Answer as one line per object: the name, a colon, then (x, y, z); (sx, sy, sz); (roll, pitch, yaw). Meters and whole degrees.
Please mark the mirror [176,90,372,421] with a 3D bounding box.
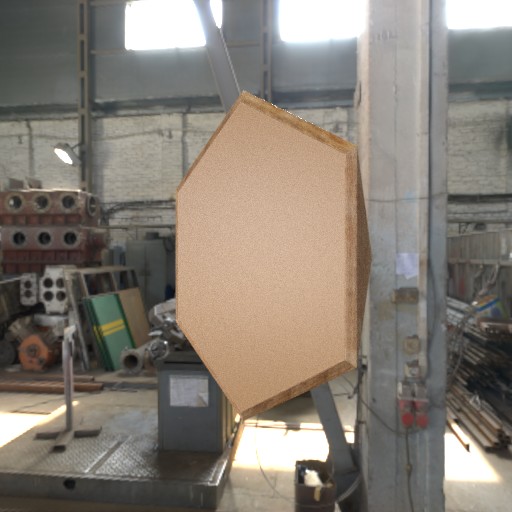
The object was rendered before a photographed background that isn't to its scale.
mirror: (0.000, 0.000, 1.067); (0.091, 0.779, 0.675); (0, 0, -38)
